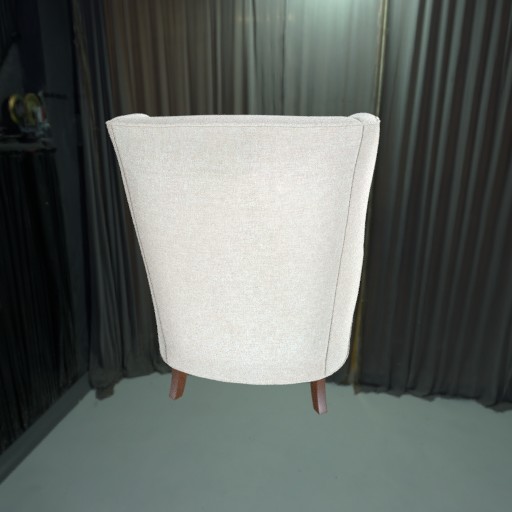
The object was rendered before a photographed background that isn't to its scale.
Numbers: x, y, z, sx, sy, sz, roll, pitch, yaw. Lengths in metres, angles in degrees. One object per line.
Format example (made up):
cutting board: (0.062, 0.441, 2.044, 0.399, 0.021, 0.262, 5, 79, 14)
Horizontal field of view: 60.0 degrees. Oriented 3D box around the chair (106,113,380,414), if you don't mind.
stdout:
chair: (0.000, 0.000, 1.709, 0.838, 1.040, 0.966, 3, 17, 9)
